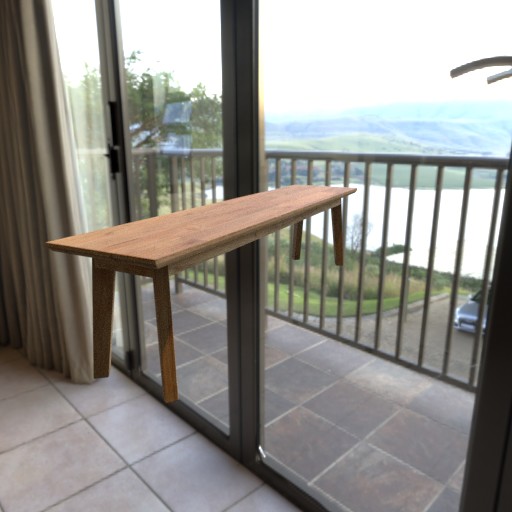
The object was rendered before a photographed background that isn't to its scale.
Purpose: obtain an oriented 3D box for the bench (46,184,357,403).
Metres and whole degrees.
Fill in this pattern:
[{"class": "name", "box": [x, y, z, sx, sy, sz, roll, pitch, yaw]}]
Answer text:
[{"class": "bench", "box": [0.000, 0.000, 1.881, 0.378, 0.431, 1.698, 8, 17, 27]}]
